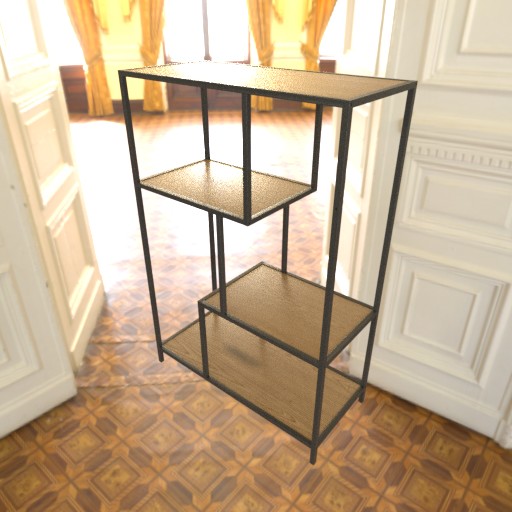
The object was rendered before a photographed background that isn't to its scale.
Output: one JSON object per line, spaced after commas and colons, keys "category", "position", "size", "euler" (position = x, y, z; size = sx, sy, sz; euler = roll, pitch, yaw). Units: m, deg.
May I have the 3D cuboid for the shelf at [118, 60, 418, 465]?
{"category": "shelf", "position": [0.000, 0.000, 1.493], "size": [0.770, 1.138, 0.350], "euler": [22, 36, 33]}
